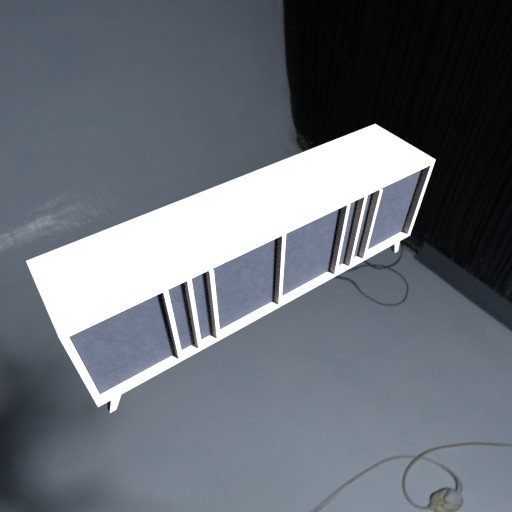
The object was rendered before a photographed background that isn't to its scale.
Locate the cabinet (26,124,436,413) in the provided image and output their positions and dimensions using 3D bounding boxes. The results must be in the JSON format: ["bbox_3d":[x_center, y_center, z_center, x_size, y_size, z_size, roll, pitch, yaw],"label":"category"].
[{"bbox_3d":[0.000,0.000,2.583,2.198,0.779,0.499,-26,51,-23],"label":"cabinet"}]
